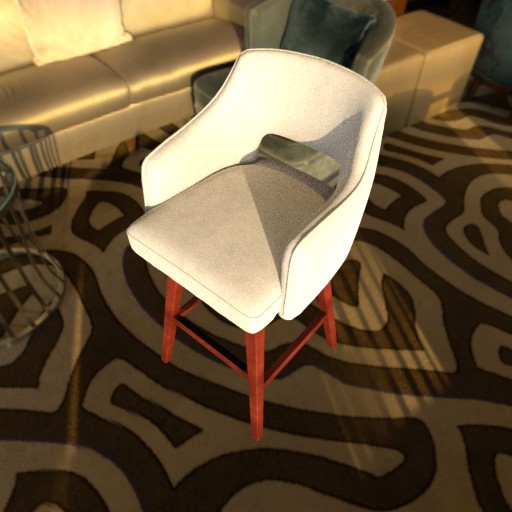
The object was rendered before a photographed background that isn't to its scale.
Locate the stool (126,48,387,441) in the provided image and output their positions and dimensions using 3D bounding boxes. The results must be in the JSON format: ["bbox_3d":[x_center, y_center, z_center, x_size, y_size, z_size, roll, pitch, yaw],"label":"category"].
[{"bbox_3d":[0.000,0.000,1.337,0.548,1.012,0.558,31,54,26],"label":"stool"}]
